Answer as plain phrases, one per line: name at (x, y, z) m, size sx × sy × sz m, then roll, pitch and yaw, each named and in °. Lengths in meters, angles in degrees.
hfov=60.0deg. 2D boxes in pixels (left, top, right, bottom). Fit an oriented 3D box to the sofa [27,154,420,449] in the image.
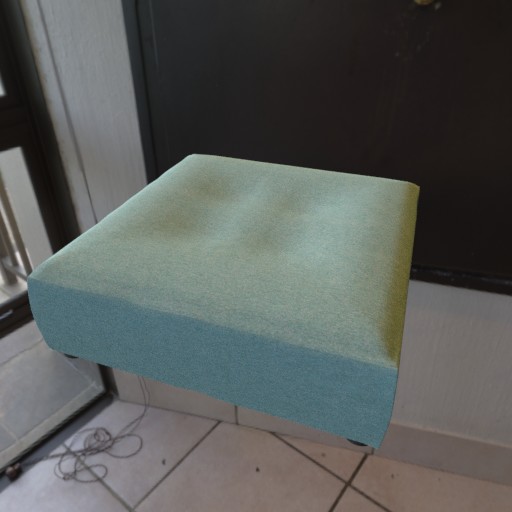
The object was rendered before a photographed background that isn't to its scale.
sofa at (0.000, 0.000, 1.413) m, size 0.930 × 0.330 × 0.930 m, roll 11°, pitch 35°, yaw 16°
